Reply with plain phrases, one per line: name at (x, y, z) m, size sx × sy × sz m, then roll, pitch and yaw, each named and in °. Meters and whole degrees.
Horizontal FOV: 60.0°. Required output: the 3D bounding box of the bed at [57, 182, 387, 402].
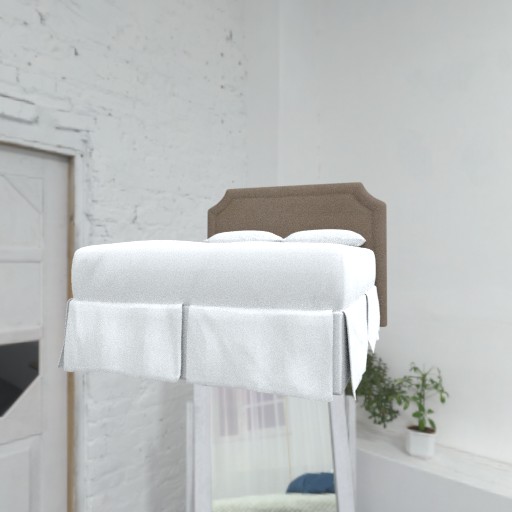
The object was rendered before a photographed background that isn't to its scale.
bed at (0.000, 0.000, 3.141) m, size 1.693 × 1.290 × 2.116 m, roll 0°, pitch 0°, yaw 19°
